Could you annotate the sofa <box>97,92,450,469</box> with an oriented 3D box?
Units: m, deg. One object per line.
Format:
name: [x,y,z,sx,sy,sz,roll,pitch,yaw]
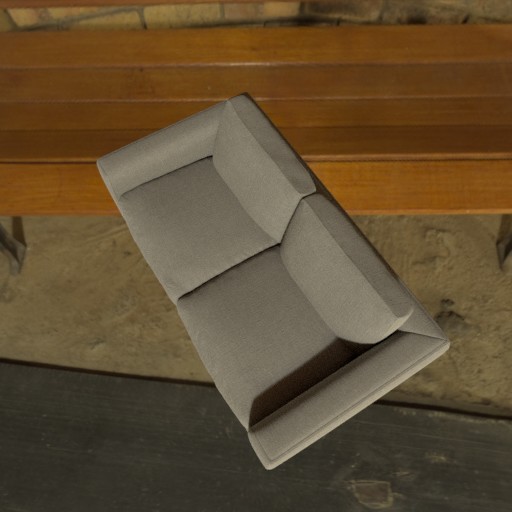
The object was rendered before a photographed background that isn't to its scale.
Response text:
sofa: [0.000,0.000,2.467,1.069,0.800,1.920,-29,68,-13]
